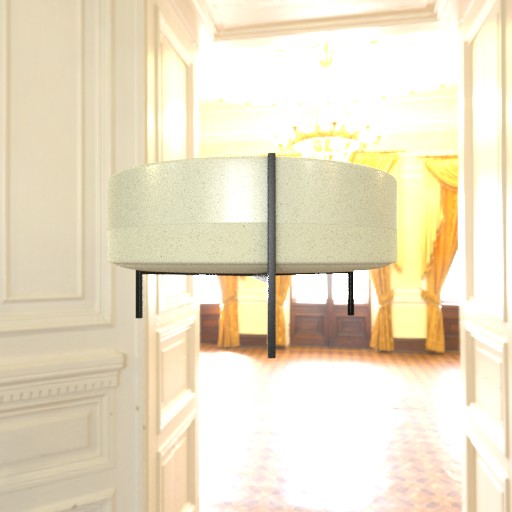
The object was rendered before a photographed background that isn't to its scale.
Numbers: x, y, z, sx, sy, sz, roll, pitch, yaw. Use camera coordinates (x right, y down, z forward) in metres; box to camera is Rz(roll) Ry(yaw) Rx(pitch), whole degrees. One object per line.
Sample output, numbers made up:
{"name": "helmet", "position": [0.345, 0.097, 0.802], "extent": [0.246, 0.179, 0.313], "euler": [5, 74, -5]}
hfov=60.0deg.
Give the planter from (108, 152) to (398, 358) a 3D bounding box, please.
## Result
{"name": "planter", "position": [0.000, 0.000, 0.542], "extent": [0.345, 0.171, 0.336], "euler": [0, 0, -36]}
